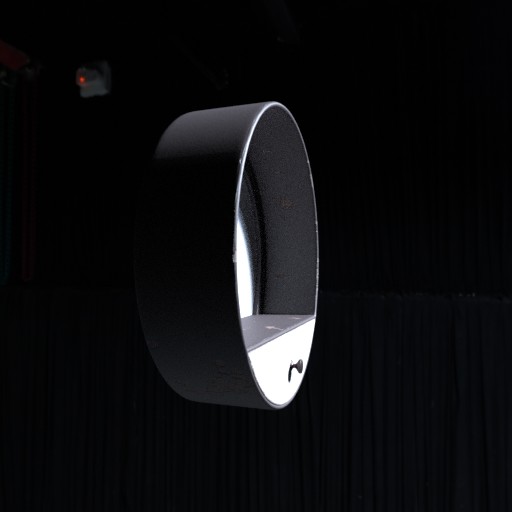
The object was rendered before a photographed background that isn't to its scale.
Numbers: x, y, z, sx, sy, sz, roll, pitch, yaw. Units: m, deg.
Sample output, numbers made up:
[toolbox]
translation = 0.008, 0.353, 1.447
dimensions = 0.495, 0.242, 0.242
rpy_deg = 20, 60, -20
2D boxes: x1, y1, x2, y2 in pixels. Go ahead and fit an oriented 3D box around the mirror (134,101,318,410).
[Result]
[mirror]
translation = 0.000, 0.000, 0.597
dimensions = 0.126, 0.386, 0.386
rpy_deg = -1, -2, 19
